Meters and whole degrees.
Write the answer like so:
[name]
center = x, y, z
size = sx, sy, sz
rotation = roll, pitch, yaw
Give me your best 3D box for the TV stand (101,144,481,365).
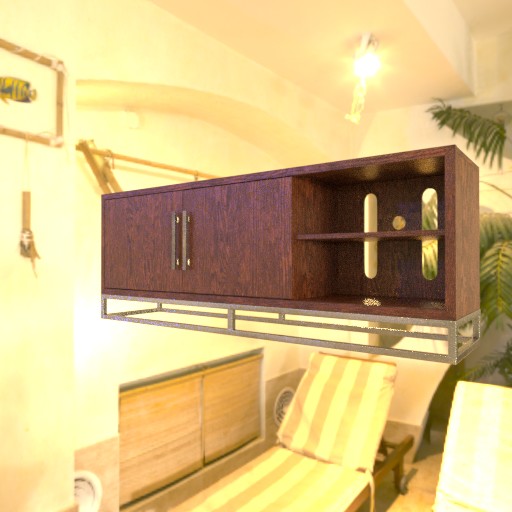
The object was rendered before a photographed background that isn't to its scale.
[TV stand]
center = 0.000, 0.000, 1.751
size = 1.541, 0.578, 0.382
rotation = 0, -1, 36
